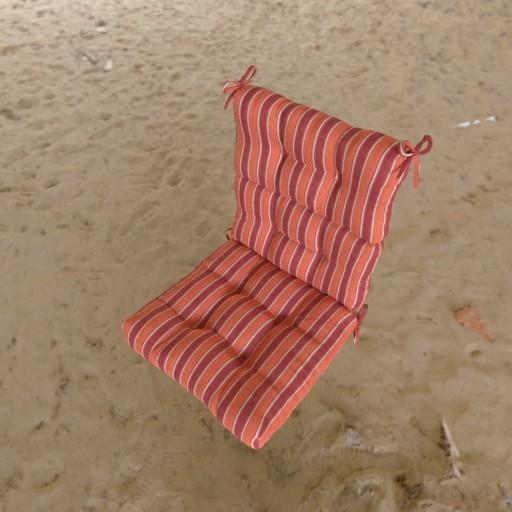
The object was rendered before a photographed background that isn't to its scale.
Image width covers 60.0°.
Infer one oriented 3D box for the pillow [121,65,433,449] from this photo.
[{"bbox_3d":[0.000,0.000,1.054,0.519,0.605,0.571,31,54,26],"label":"pillow"}]
